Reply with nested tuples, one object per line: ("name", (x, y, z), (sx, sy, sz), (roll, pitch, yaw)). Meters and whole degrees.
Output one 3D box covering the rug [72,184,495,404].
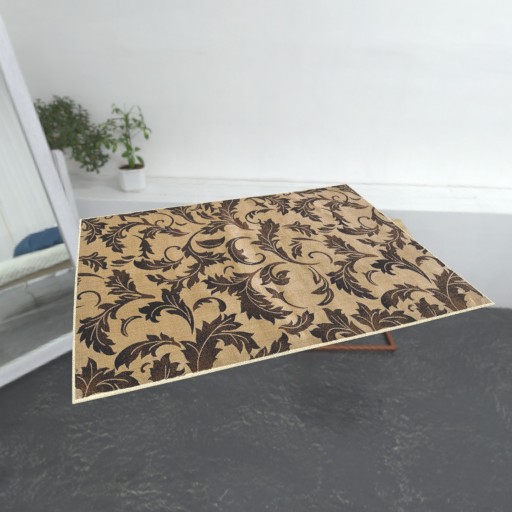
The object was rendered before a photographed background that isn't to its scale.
("rug", (0.000, 0.000, 3.850), (2.977, 0.008, 2.380), (-10, 34, -15))
